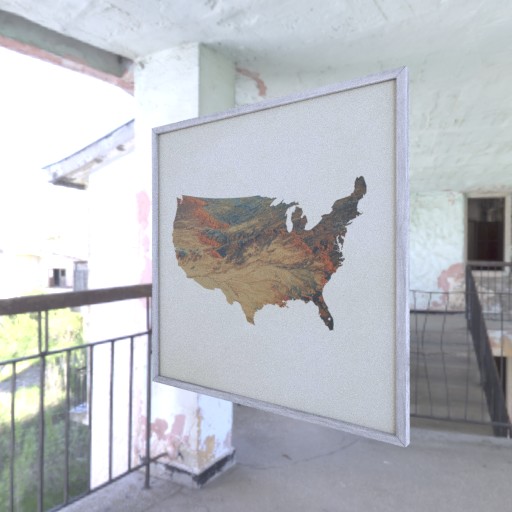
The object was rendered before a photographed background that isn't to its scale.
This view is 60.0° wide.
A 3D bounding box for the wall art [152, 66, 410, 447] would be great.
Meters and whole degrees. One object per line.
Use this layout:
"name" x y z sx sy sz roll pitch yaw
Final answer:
"wall art" 0.000 0.000 0.745 0.508 0.507 0.016 0 1 37
